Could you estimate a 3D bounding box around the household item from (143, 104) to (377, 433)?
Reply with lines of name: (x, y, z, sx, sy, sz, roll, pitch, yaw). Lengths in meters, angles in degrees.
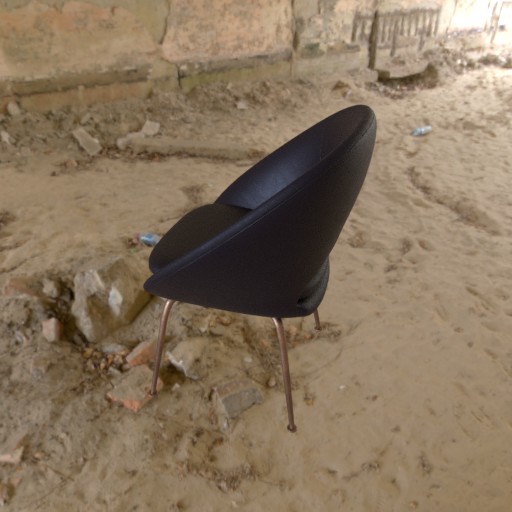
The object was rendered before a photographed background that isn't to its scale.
household item: (0.000, 0.000, 1.287, 0.573, 0.852, 0.623, 9, 34, 14)
